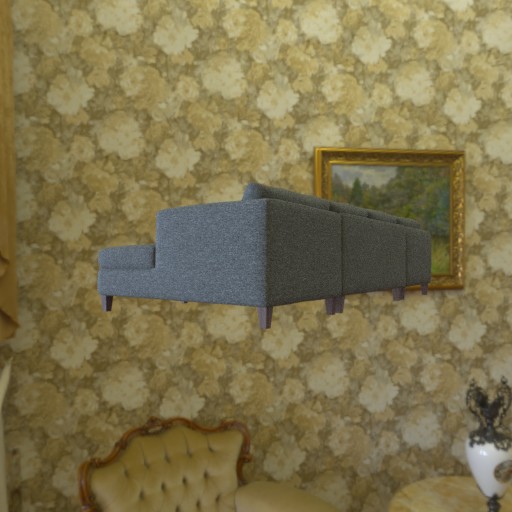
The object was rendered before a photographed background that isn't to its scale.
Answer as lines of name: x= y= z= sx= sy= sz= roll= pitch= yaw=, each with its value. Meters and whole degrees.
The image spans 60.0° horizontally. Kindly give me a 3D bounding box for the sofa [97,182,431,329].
sofa: x=0.000 y=0.000 z=4.408 sx=2.551 sy=0.853 sz=3.238 roll=-1 pitch=-1 yaw=36
